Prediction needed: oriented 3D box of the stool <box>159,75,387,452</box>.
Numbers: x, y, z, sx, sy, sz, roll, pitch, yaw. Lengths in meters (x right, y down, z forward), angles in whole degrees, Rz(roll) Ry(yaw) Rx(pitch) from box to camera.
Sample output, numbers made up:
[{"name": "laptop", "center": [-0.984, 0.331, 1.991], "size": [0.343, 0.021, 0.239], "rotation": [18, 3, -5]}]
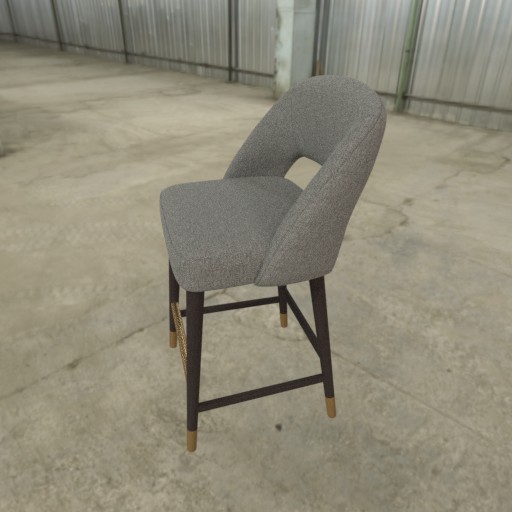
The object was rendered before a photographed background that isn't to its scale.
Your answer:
[{"name": "stool", "center": [0.000, 0.000, 1.252], "size": [0.524, 0.925, 0.536], "rotation": [-8, 31, -14]}]
